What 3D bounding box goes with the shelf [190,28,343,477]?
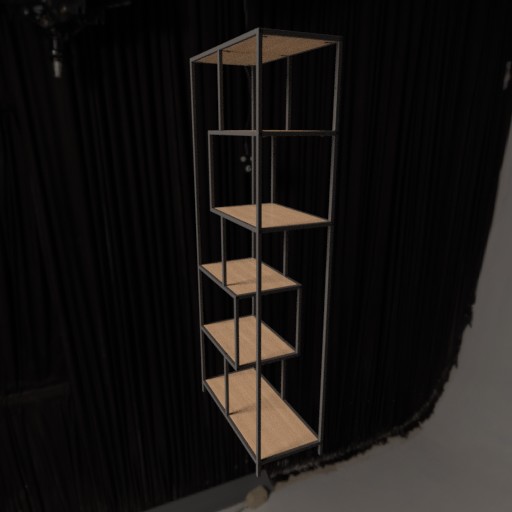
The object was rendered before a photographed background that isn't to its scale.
[{"bbox_3d":[0.000,0.000,2.160,0.350,1.850,0.770,-8,18,-24],"label":"shelf"}]
